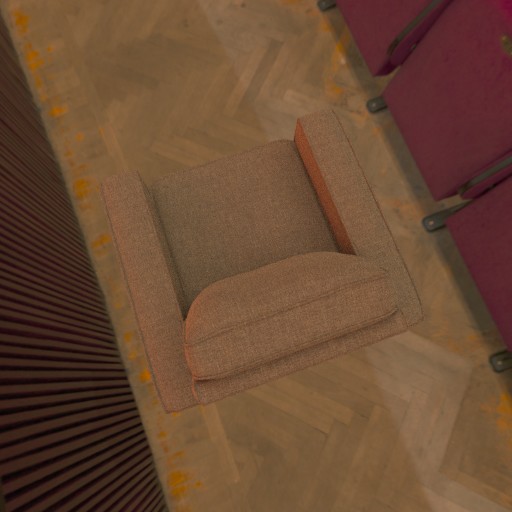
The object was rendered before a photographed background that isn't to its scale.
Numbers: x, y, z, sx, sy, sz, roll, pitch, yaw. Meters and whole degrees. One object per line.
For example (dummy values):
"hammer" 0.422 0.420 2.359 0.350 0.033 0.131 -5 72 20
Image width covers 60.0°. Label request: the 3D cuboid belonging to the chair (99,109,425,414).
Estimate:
"chair" 0.000 0.000 1.784 1.016 0.914 0.940 -19 76 -5
